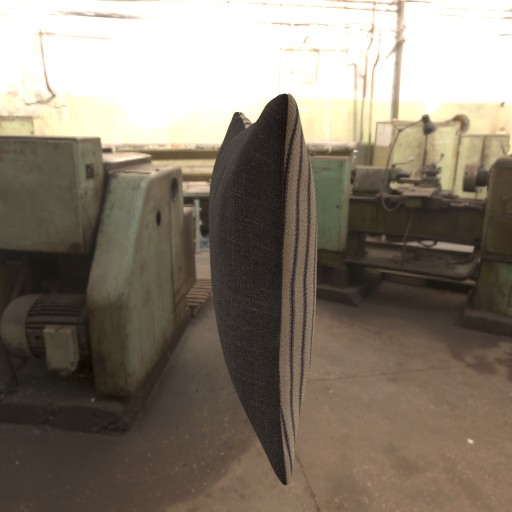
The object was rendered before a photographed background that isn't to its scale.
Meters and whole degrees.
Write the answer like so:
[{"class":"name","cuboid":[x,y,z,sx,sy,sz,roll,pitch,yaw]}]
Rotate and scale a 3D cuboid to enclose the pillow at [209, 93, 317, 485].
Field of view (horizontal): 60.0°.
[{"class":"pillow","cuboid":[0.000,0.000,0.683,0.138,0.444,0.468,-2,16,-8]}]
